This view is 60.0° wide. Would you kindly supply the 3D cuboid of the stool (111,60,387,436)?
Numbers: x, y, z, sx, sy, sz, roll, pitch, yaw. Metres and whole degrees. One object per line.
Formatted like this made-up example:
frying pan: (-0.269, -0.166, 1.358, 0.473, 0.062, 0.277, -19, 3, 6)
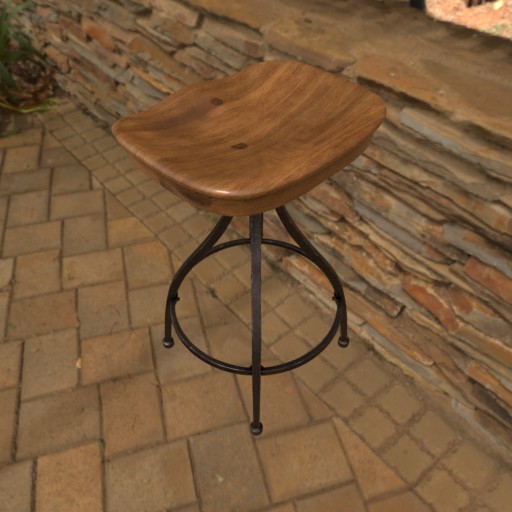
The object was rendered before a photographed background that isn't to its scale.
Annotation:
stool: (0.000, 0.000, 0.991, 0.424, 0.694, 0.432, 35, 55, 30)
